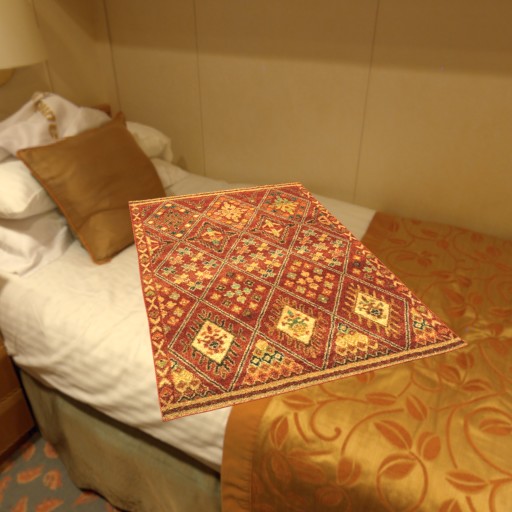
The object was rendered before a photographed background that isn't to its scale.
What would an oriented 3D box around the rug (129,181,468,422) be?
[{"bbox_3d":[0.000,0.000,2.955,1.521,0.026,2.286,-9,33,-15],"label":"rug"}]
